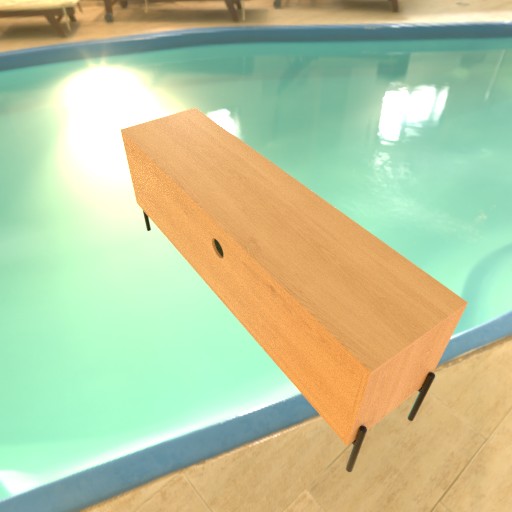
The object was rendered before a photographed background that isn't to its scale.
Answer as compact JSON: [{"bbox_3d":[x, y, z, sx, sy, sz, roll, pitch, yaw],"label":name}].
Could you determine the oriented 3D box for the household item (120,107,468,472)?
[{"bbox_3d":[0.000,0.000,1.795,0.400,0.600,1.550,-26,49,-25],"label":"household item"}]
